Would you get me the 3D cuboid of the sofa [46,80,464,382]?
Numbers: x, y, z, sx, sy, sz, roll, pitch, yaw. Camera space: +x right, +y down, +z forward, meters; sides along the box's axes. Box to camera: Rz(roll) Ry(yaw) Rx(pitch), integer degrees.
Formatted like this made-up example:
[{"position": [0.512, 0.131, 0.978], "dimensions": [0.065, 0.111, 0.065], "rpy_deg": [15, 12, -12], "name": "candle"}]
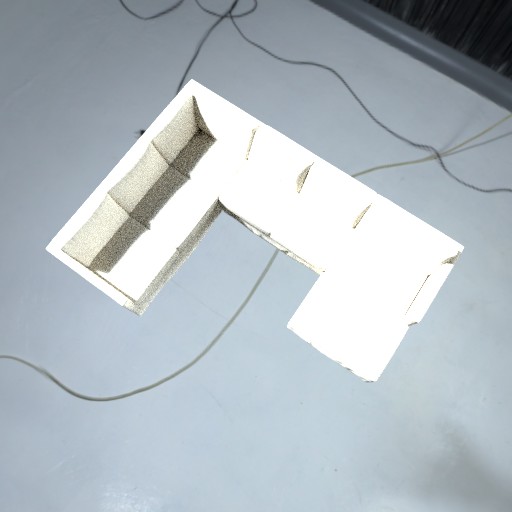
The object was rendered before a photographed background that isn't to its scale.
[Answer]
[{"position": [0.000, 0.000, 4.661], "dimensions": [3.460, 0.882, 2.427], "rpy_deg": [34, 77, 9], "name": "sofa"}]
